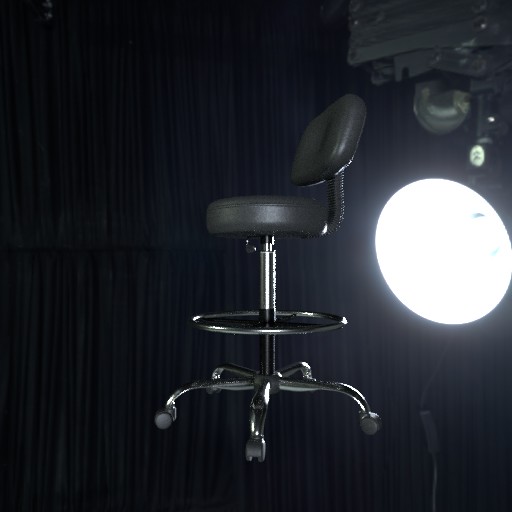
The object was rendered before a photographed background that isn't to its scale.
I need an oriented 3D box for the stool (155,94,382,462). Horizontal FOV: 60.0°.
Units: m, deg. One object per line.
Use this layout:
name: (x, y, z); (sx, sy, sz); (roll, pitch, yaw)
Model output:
stool: (0.000, 0.000, 1.483); (0.658, 1.069, 0.694); (0, -2, -17)
